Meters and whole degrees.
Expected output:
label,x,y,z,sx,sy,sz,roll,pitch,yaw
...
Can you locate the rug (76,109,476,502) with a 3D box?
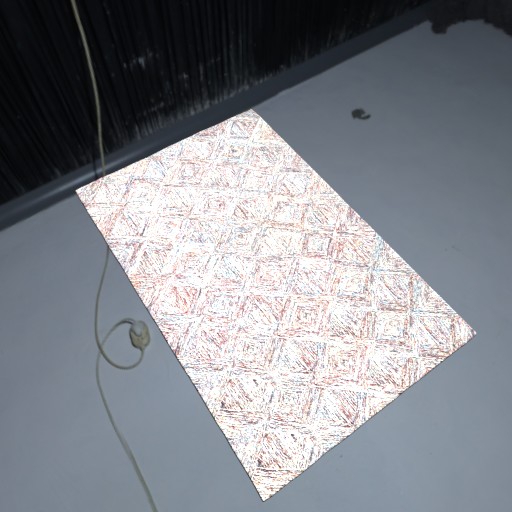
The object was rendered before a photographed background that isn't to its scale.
label,x,y,z,sx,sy,sz,roll,pitch,yaw
rug,0.000,0.000,2.147,1.143,0.014,1.761,-30,64,-17
